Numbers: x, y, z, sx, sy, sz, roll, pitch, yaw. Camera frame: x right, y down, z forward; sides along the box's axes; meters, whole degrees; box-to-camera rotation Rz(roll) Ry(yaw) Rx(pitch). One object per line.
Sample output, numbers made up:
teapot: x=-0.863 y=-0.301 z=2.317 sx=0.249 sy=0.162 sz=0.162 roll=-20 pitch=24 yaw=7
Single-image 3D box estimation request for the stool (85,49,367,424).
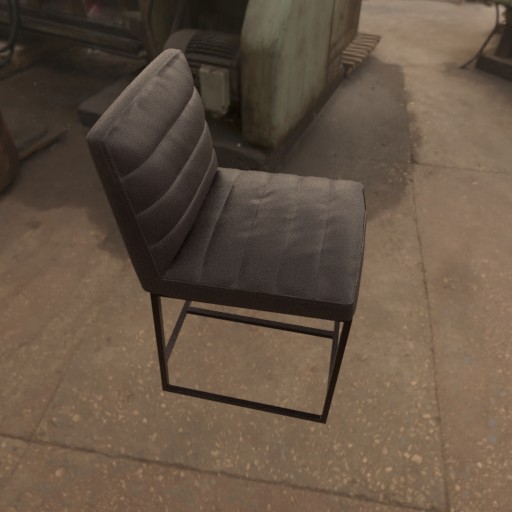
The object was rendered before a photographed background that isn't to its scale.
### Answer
stool: x=0.000 y=0.000 z=1.235 sx=0.562 sy=0.946 sz=0.463 roll=9 pitch=46 yaw=8
